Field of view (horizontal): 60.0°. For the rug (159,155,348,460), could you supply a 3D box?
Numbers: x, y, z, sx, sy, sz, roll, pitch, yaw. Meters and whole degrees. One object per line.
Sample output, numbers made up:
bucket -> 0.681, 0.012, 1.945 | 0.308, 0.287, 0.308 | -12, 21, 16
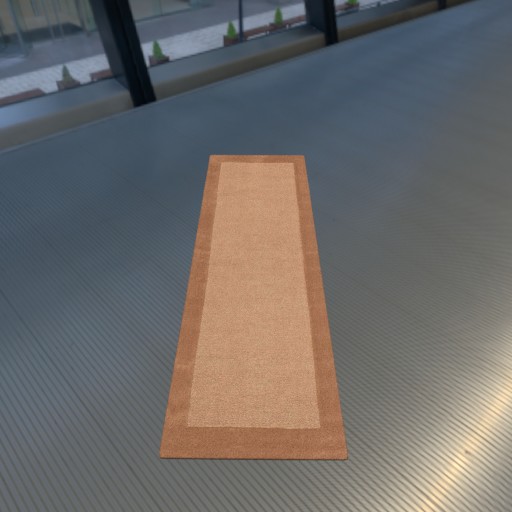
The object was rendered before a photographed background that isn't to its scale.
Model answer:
rug -> 0.000, 0.000, 2.682 | 0.764, 0.017, 2.439 | 0, 42, 0
